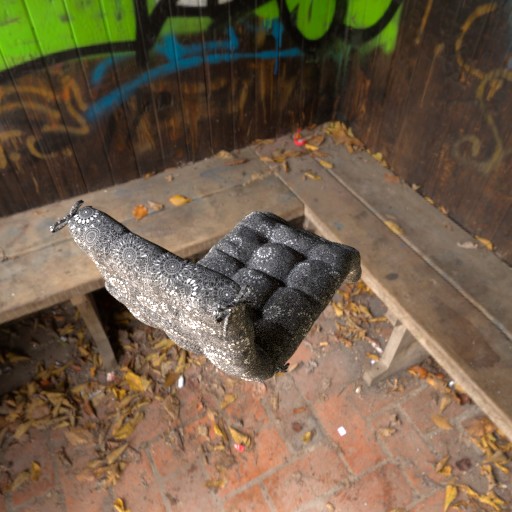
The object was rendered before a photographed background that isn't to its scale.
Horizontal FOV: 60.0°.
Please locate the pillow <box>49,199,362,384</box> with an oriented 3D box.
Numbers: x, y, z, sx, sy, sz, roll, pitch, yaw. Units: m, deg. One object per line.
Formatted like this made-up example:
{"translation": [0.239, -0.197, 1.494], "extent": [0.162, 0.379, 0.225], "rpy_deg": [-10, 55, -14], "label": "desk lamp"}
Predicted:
{"translation": [0.000, 0.000, 1.515], "extent": [0.526, 0.863, 1.016], "rpy_deg": [26, 51, 23], "label": "pillow"}
